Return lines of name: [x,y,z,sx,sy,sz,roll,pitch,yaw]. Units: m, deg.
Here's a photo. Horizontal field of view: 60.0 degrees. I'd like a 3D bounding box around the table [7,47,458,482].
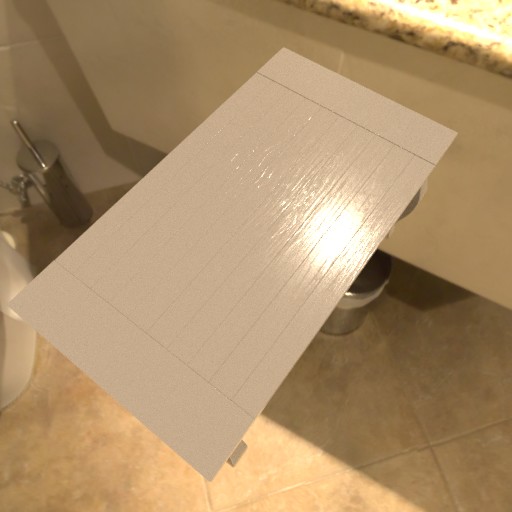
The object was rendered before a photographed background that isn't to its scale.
table: [0.000,0.000,1.315,0.600,0.495,1.062,34,67,16]
